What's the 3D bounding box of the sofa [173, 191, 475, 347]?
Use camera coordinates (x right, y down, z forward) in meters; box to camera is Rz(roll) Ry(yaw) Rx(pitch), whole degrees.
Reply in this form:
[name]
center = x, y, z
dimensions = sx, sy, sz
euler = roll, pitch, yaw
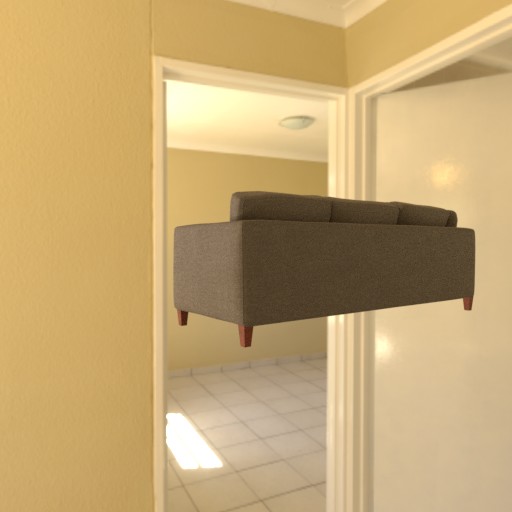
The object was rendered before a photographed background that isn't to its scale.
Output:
[sofa]
center = 0.000, 0.000, 4.585
dimensions = 2.593, 0.947, 3.302
euler = -1, 2, -35
